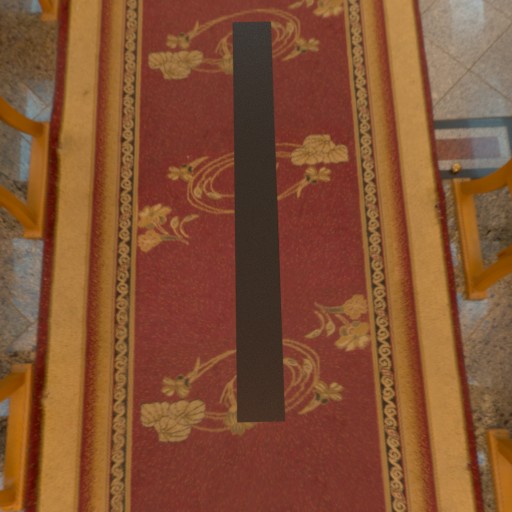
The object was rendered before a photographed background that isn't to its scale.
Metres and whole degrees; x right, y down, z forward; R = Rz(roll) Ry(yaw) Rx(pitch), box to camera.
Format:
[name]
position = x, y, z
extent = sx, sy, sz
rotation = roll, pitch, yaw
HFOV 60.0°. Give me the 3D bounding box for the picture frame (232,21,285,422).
[picture frame]
position = 0.000, 0.000, 0.531
extent = 0.034, 0.378, 0.328
rotation = -1, 77, 0
